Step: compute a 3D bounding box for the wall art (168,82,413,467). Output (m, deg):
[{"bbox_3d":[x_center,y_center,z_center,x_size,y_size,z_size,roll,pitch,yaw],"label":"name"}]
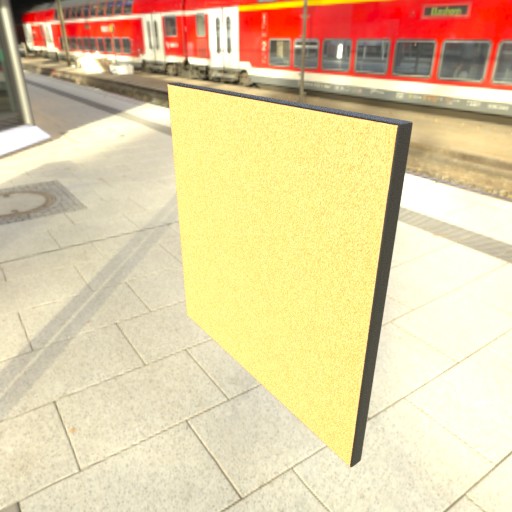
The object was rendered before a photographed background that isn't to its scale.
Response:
[{"bbox_3d":[0.000,0.000,0.666,0.022,0.453,0.456,-19,32,-32],"label":"wall art"}]
